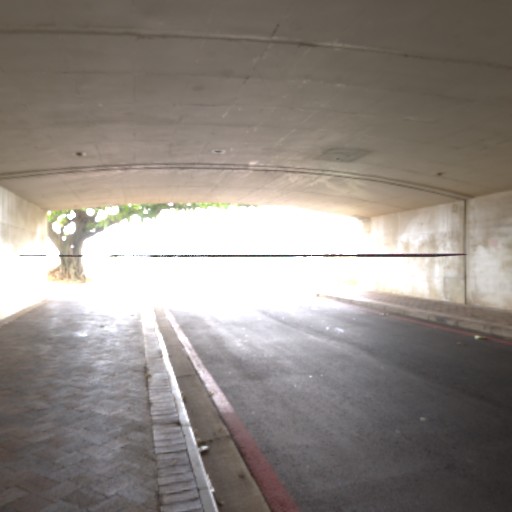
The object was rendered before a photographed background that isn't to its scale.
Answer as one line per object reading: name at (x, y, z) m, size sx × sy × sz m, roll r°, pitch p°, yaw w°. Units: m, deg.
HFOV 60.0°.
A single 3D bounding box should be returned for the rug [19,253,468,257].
rug at (0.000, 0.000, 3.649) m, size 2.896 × 0.013 × 2.007 m, roll 0°, pitch 0°, yaw 17°
